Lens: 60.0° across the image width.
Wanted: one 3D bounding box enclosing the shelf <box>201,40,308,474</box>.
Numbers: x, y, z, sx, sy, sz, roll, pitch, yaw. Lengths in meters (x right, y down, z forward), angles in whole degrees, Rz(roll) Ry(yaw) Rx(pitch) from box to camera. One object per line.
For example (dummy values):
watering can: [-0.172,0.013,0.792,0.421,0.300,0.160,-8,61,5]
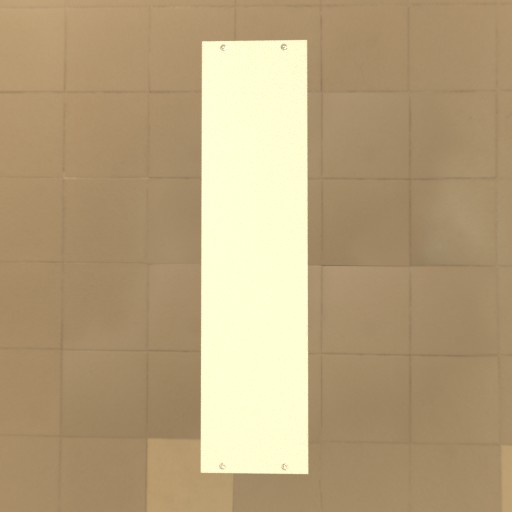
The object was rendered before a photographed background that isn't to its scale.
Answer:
shelf: [0.000,0.000,0.709,0.150,0.170,0.610,0,89,2]
